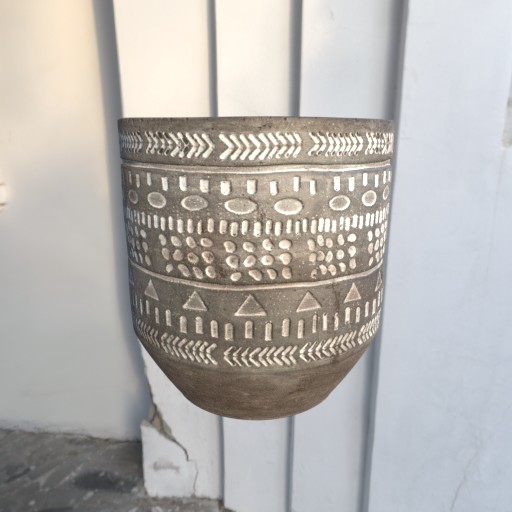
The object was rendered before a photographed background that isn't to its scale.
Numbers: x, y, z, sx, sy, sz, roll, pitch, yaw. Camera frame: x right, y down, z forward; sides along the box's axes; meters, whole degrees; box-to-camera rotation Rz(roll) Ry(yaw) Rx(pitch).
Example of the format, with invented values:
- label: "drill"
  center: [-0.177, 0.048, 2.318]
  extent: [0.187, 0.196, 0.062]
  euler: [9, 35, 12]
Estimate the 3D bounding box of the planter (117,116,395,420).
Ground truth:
- label: "planter"
  center: [0.000, 0.000, 0.217]
  extent: [0.122, 0.128, 0.122]
  euler: [0, 15, 0]
